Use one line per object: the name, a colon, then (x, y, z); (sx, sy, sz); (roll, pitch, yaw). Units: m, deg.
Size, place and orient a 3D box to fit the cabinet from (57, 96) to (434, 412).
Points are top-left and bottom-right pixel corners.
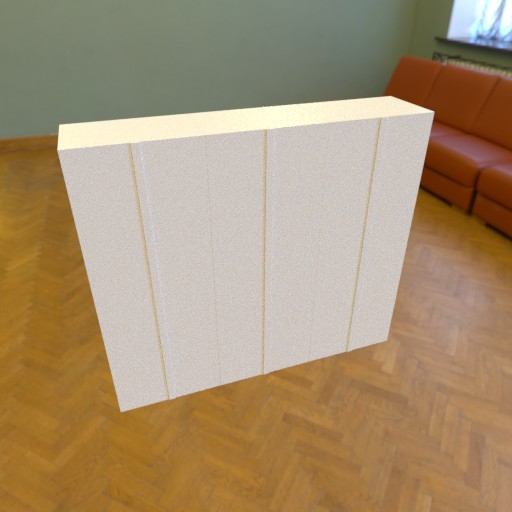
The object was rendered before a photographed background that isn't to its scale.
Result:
cabinet: (0.000, 0.000, 3.862); (2.700, 2.370, 0.590); (-11, 33, -17)
